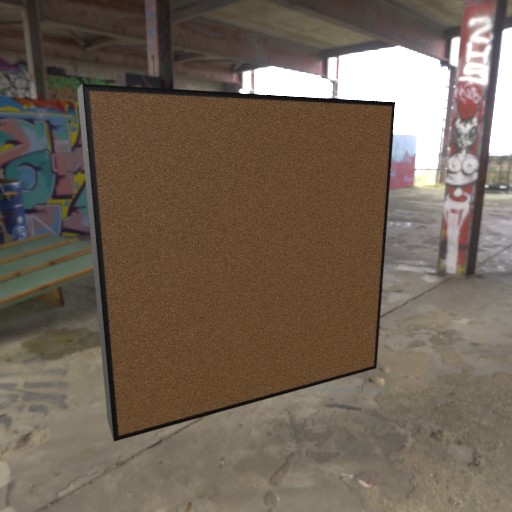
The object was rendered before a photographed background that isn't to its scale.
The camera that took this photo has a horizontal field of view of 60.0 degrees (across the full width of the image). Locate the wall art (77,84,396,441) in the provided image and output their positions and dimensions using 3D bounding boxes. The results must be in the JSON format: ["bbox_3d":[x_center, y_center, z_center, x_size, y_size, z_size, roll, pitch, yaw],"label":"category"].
[{"bbox_3d":[0.000,0.000,0.444,0.304,0.303,0.037,-7,16,-26],"label":"wall art"}]
